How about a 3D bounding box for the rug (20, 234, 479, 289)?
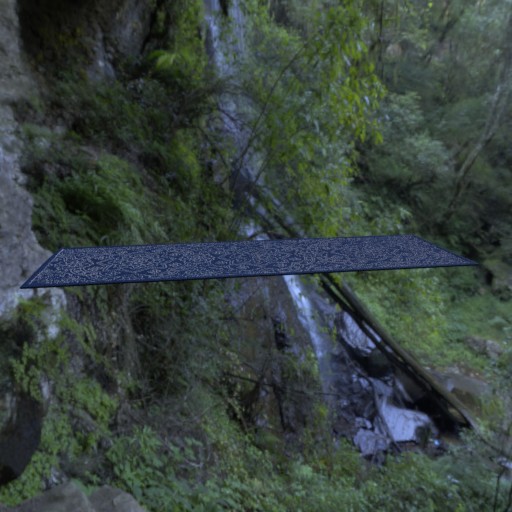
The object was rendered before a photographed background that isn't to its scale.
[{"bbox_3d":[0.000,0.000,2.687,2.448,0.012,0.769,-3,16,-9],"label":"rug"}]
